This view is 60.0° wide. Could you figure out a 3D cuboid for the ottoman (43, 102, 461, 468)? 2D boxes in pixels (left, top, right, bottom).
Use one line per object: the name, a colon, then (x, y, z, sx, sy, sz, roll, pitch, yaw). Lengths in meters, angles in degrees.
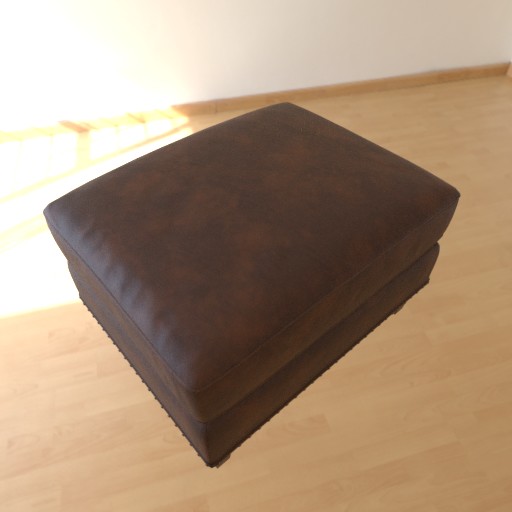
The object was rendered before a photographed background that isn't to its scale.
ottoman: (0.000, 0.000, 1.084, 0.742, 0.486, 0.586, -32, 54, -27)
